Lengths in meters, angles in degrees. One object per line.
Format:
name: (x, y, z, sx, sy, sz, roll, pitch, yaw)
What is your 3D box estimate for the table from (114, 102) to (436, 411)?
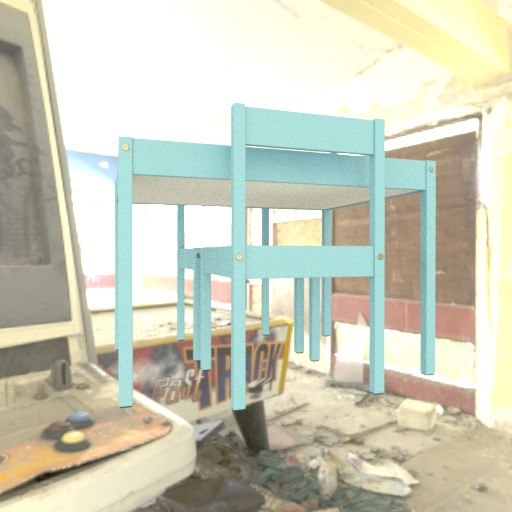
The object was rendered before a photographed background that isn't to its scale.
table: (0.000, 0.000, 1.062, 0.639, 0.503, 0.633, 0, 0, -18)
